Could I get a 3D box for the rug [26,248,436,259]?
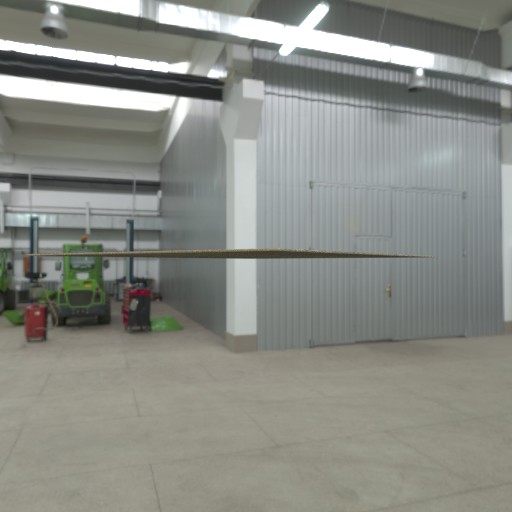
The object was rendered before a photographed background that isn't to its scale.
[{"bbox_3d":[0.000,0.000,4.131,2.471,0.012,3.034,-1,-1,36],"label":"rug"}]
